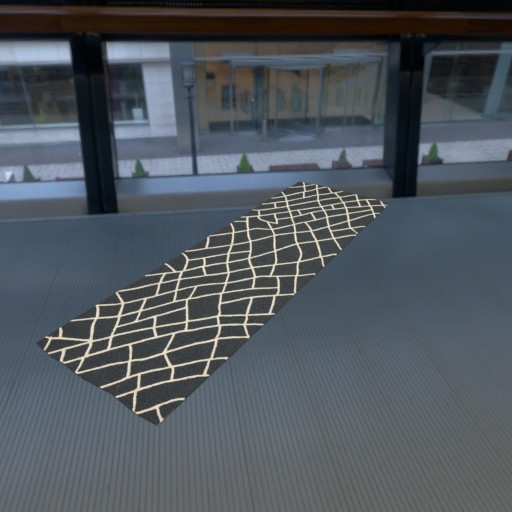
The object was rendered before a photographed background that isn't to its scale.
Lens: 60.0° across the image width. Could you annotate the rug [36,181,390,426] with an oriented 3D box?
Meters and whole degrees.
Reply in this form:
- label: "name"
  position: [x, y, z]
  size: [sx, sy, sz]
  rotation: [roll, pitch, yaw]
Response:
- label: "rug"
  position: [0.000, 0.000, 2.720]
  size: [0.807, 0.010, 2.476]
  rotation: [20, 36, 29]
